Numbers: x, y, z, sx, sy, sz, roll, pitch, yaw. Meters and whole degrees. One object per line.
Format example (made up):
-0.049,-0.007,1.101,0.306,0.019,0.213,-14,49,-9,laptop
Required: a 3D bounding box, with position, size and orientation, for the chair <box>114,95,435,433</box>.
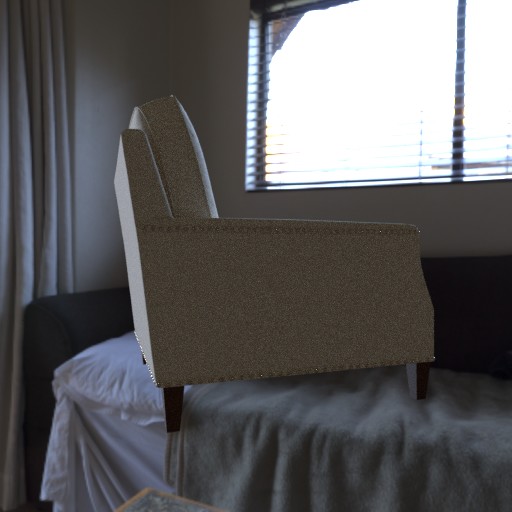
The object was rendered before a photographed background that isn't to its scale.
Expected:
0.000,0.000,1.693,1.014,0.943,0.853,0,1,-19,chair
